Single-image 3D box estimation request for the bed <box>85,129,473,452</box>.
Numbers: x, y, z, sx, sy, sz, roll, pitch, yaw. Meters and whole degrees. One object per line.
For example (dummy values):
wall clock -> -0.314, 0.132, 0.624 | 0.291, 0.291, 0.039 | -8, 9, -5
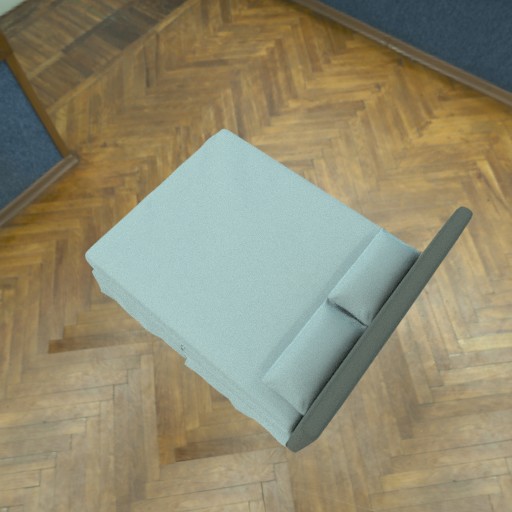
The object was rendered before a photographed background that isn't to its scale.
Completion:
bed -> 0.000, 0.000, 3.296 | 2.142, 1.330, 1.748 | 36, 69, 16
